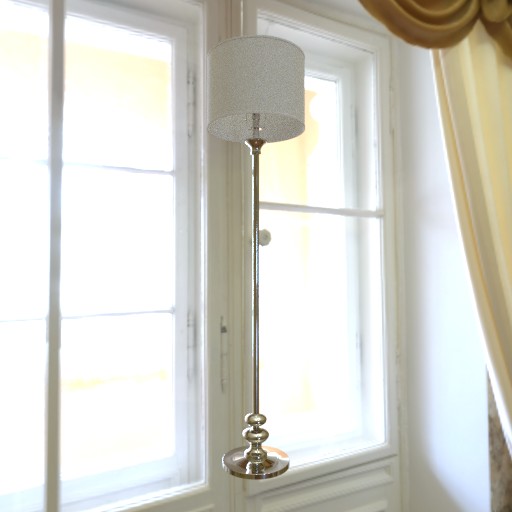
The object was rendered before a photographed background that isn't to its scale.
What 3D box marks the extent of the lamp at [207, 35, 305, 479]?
[{"bbox_3d":[0.000,0.000,1.606,0.356,1.487,0.356,0,-1,17],"label":"lamp"}]
